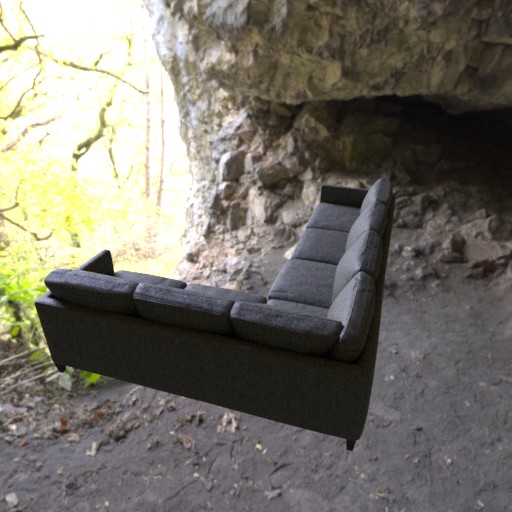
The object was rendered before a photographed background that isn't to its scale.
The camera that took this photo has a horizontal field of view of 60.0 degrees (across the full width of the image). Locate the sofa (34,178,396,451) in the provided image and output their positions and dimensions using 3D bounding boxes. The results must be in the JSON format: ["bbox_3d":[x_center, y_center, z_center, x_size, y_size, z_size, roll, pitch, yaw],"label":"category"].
[{"bbox_3d":[0.000,0.000,4.525,2.593,0.947,3.302,9,31,16],"label":"sofa"}]
